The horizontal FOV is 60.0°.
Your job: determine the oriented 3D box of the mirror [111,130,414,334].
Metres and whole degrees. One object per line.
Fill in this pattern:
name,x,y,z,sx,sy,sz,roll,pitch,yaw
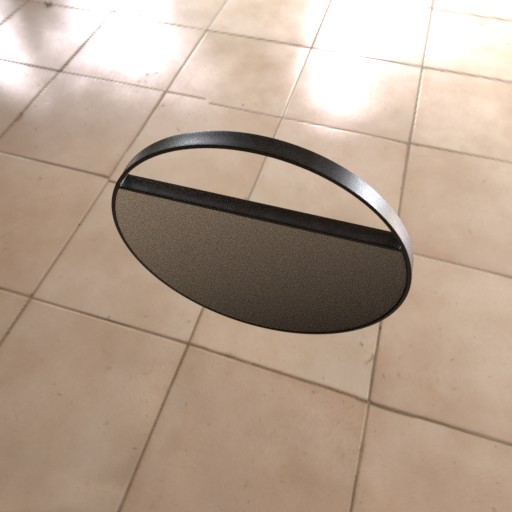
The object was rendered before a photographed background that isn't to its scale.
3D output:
mirror,0.000,0.000,0.845,0.565,0.565,0.032,13,57,9
